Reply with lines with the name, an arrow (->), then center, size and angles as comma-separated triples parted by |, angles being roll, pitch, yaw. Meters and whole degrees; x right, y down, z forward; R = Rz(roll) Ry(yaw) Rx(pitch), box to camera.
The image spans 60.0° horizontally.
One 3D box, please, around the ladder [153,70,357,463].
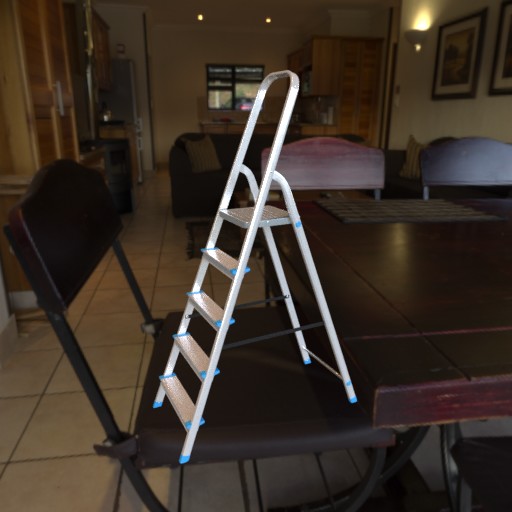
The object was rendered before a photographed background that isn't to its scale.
ladder -> 0.000, 0.000, 2.123 | 0.990, 1.648, 0.468 | -9, 19, -26
